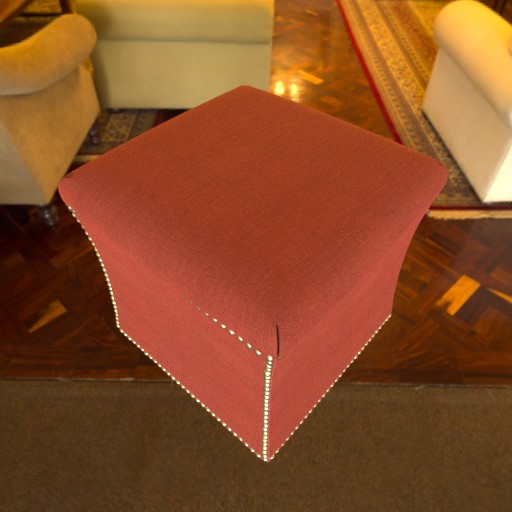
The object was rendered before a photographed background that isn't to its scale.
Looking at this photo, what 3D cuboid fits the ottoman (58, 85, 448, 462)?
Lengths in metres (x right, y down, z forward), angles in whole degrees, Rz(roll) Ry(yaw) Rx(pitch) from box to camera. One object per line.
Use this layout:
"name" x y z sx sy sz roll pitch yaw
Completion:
"ottoman" 0.000 0.000 0.901 0.507 0.475 0.497 33 54 27
